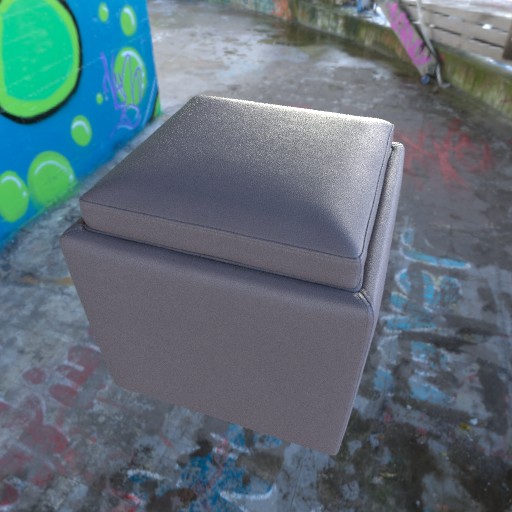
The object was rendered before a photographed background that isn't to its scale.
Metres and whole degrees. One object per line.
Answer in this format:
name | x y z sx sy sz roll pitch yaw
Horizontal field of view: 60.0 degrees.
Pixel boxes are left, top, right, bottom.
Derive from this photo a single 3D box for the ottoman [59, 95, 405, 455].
ottoman | 0.000 0.000 0.815 0.451 0.460 0.450 13 43 14
